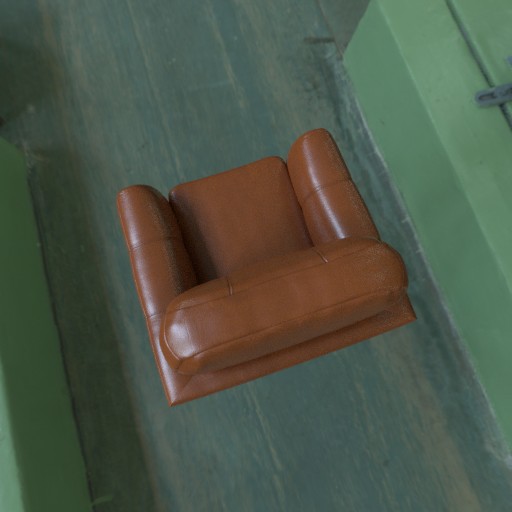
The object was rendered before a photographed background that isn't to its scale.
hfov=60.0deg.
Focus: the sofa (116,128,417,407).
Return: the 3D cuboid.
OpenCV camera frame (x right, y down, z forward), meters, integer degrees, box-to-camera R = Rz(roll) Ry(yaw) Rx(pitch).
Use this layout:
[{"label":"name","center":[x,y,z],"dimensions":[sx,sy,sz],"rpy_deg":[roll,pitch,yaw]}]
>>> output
[{"label":"sofa","center":[0.000,0.000,1.559],"dimensions":[0.836,0.876,0.789],"rpy_deg":[-18,76,-5]}]
